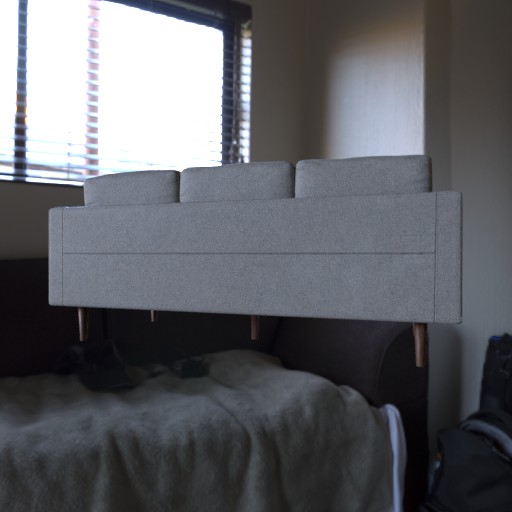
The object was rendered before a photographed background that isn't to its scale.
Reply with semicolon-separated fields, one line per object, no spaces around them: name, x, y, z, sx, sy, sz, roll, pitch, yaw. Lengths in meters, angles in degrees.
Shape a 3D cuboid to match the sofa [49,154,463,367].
sofa;0.000;0.000;2.454;1.983;0.918;0.944;0;0;19
